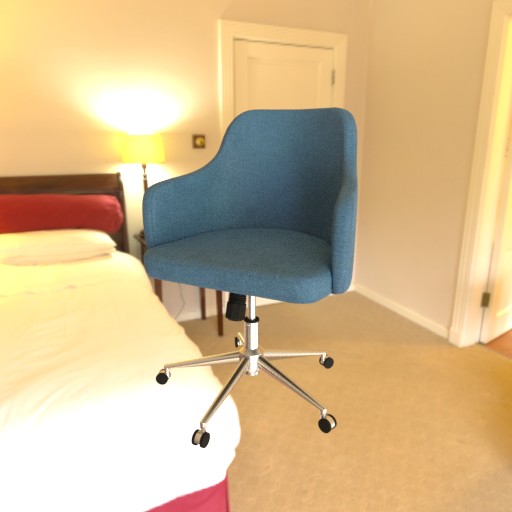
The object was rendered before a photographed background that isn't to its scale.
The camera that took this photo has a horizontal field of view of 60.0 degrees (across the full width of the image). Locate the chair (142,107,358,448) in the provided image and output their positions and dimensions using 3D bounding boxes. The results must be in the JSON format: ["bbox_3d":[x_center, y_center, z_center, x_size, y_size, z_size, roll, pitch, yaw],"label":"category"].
[{"bbox_3d":[0.000,0.000,1.257,0.599,0.820,0.655,8,17,26],"label":"chair"}]
